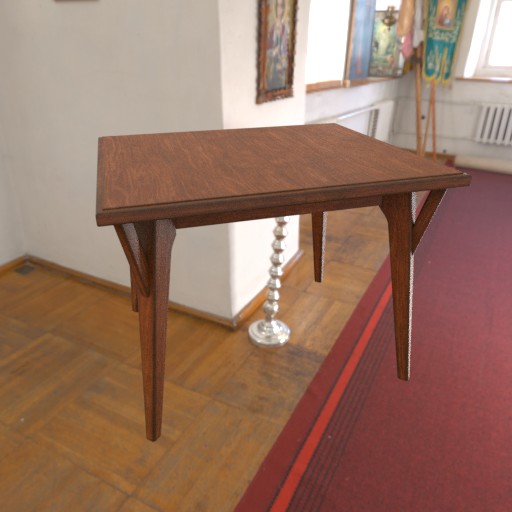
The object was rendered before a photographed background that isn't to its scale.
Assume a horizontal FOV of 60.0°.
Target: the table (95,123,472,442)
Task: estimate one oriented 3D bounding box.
[{"bbox_3d":[0.000,0.000,1.618,0.991,0.761,0.838,-8,28,-15],"label":"table"}]
